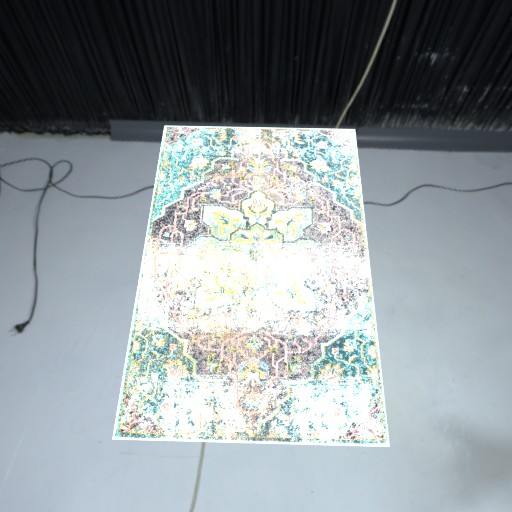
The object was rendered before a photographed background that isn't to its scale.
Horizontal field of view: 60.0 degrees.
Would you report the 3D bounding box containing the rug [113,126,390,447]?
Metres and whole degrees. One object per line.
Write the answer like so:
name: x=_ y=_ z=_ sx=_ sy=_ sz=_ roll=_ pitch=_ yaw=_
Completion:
rug: x=0.000 y=0.000 z=2.990 sx=1.566 sy=0.004 sz=2.363 roll=2 pitch=62 yaw=1
